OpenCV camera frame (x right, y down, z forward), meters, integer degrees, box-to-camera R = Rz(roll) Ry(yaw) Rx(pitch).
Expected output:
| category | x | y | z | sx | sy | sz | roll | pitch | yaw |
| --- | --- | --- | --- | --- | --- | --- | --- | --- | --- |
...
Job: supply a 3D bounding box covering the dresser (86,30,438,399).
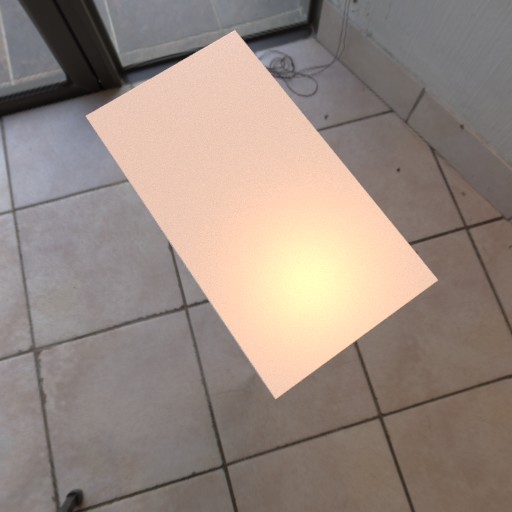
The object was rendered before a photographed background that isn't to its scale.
| category | x | y | z | sx | sy | sz | roll | pitch | yaw |
| --- | --- | --- | --- | --- | --- | --- | --- | --- | --- |
| dresser | 0.000 | 0.000 | 1.398 | 0.401 | 1.021 | 0.704 | -34 | 78 | -8 |
